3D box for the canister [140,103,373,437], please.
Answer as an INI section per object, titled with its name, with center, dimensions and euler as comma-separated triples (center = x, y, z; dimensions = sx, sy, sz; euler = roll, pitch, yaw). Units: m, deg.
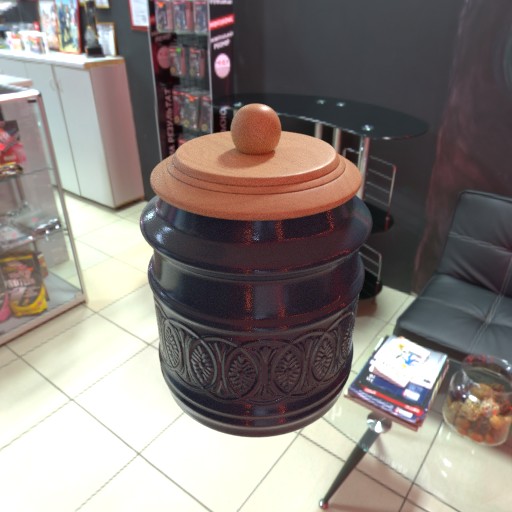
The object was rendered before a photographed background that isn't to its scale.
[canister]
center = 0.000, 0.000, 0.268
dimensions = 0.130, 0.176, 0.130
euler = 0, 30, 0
